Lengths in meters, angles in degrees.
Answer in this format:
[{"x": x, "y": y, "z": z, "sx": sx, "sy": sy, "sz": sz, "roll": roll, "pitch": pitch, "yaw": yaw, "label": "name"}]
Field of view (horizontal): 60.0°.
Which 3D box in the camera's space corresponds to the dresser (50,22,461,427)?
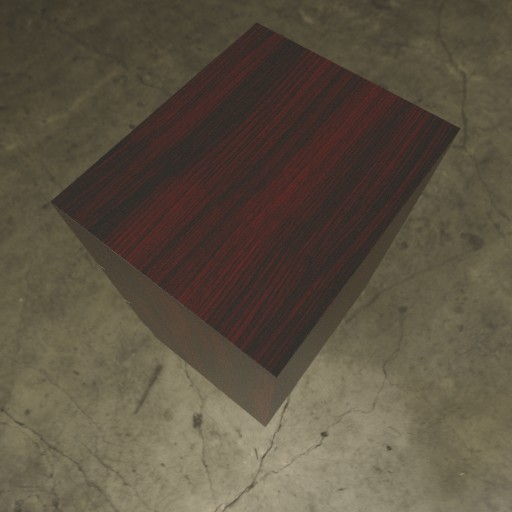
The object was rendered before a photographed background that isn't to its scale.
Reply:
[{"x": 0.000, "y": 0.000, "z": 0.804, "sx": 0.360, "sy": 0.560, "sz": 0.400, "roll": 35, "pitch": 69, "yaw": 15, "label": "dresser"}]
